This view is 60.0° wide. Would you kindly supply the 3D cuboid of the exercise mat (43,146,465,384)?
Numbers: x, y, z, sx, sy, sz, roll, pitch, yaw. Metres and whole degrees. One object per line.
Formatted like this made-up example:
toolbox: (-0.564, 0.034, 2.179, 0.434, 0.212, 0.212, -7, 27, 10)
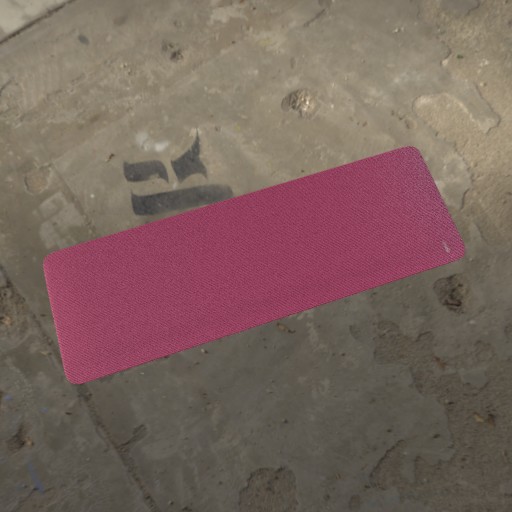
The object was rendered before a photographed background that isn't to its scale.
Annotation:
exercise mat: (0.000, 0.000, 2.045, 1.884, 0.021, 0.616, -17, 74, -5)
